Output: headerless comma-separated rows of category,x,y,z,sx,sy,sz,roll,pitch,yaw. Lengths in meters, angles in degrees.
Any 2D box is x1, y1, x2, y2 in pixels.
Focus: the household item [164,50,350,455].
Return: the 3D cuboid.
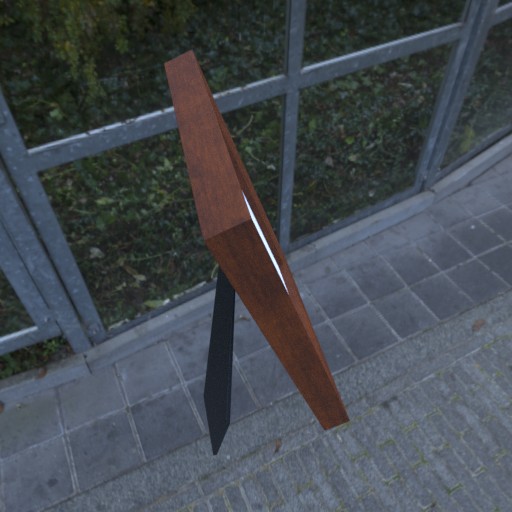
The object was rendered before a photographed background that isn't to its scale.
household item,0.000,0.000,0.287,0.096,0.204,0.160,-10,46,-9
